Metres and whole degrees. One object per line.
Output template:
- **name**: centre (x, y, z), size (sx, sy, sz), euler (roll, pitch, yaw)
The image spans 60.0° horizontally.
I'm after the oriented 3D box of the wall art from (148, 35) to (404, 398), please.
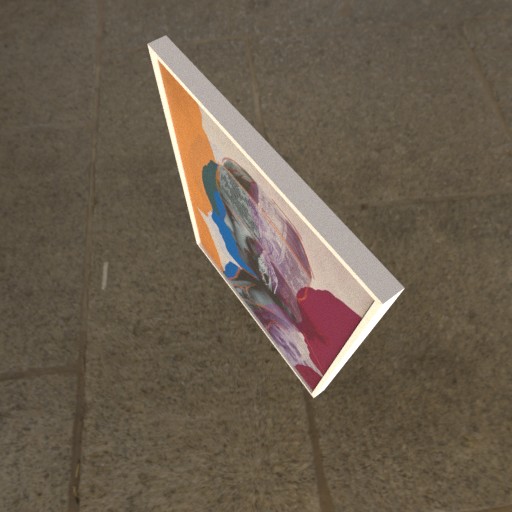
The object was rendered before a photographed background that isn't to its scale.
- **wall art**: centre (0.000, 0.000, 0.745), size (0.030, 0.549, 0.443), euler (-33, 68, -15)
